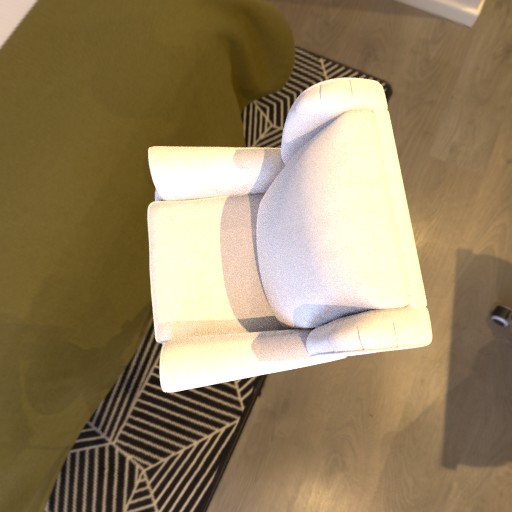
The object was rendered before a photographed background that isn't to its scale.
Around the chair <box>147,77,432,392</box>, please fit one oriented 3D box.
[{"bbox_3d":[0.000,0.000,1.660,0.854,0.967,0.906,-6,76,-1],"label":"chair"}]
